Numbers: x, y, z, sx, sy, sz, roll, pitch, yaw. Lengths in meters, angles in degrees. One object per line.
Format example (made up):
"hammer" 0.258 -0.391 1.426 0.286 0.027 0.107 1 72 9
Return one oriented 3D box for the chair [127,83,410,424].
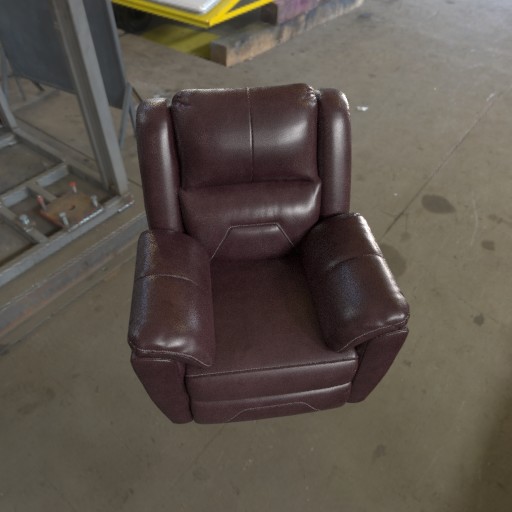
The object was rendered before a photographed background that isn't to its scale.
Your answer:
"chair" 0.000 0.000 1.866 0.990 1.093 1.041 -5 46 -5
